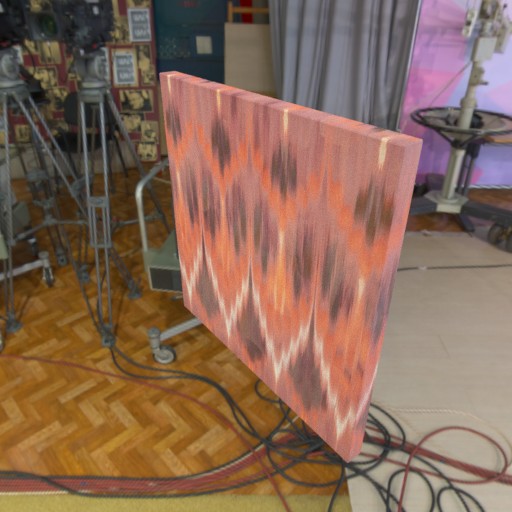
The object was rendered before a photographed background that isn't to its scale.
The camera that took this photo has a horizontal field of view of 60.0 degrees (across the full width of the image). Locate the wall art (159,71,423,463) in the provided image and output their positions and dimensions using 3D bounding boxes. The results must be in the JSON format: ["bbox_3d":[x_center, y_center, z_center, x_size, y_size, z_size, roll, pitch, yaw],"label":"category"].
[{"bbox_3d":[0.000,0.000,0.882,0.037,0.609,0.603,-22,38,-32],"label":"wall art"}]
